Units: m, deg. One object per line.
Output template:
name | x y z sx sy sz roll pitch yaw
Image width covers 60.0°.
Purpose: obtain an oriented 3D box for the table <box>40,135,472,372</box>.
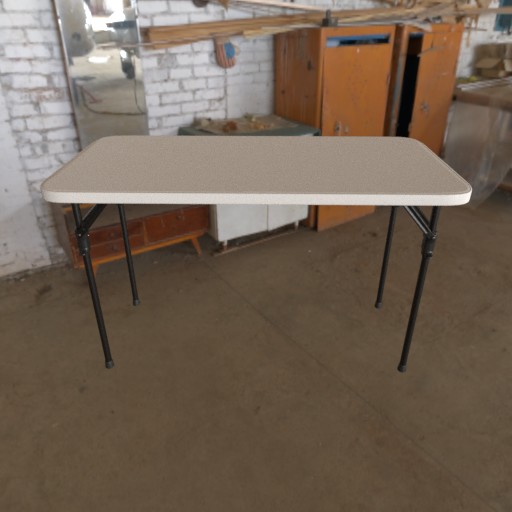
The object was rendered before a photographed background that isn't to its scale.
table | 0.000 0.000 1.632 1.219 0.729 0.610 1 29 1
